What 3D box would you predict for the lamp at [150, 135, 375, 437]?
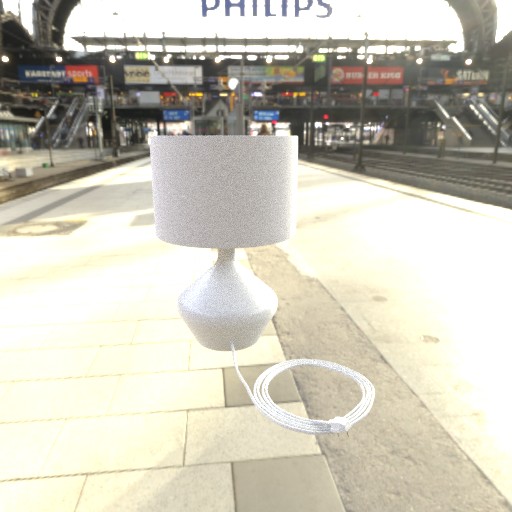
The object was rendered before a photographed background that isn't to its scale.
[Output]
[{"bbox_3d":[0.000,0.000,0.873,0.401,0.457,0.546,-2,15,-8],"label":"lamp"}]
